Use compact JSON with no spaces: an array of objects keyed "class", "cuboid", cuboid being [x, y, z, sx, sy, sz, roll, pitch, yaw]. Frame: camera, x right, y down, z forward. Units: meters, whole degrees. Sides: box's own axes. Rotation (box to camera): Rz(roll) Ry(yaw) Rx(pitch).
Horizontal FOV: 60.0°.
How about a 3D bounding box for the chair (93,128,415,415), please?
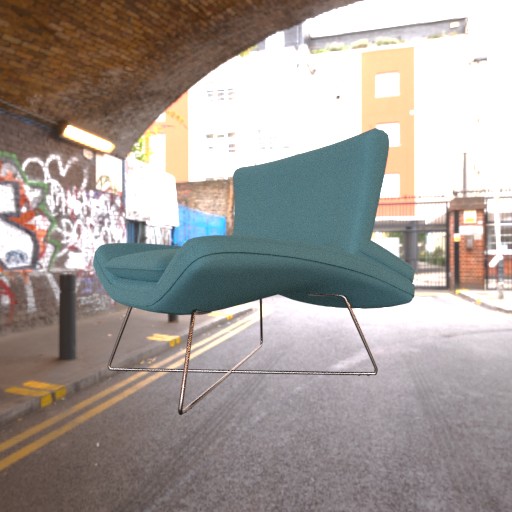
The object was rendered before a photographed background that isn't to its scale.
[{"class":"chair","cuboid":[0.000,0.000,1.687,1.008,0.855,0.859,0,0,-36]}]
